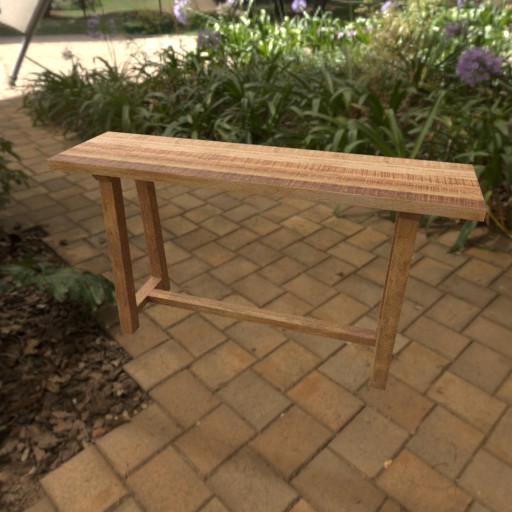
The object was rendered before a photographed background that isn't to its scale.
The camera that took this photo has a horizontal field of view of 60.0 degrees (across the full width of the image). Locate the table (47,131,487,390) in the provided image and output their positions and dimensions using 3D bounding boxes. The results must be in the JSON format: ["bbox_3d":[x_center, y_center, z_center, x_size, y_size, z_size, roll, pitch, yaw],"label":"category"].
[{"bbox_3d":[0.000,0.000,1.847,1.524,0.810,0.405,9,32,15],"label":"table"}]
